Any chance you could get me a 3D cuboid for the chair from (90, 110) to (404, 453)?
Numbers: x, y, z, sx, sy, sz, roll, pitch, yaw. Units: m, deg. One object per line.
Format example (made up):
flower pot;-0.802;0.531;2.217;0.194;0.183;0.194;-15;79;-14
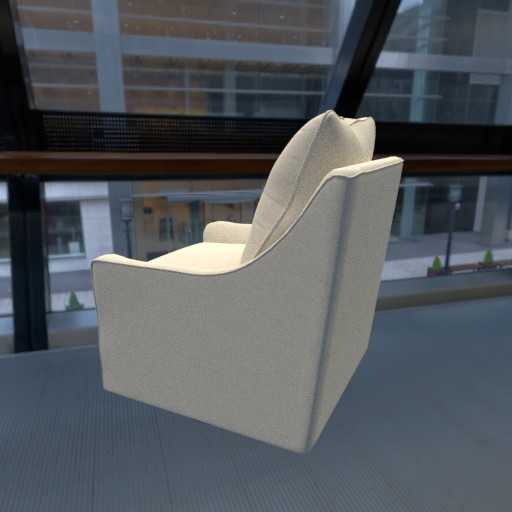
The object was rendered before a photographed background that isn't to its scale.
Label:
chair;0.000;0.000;1.603;0.876;0.965;0.756;7;17;25
